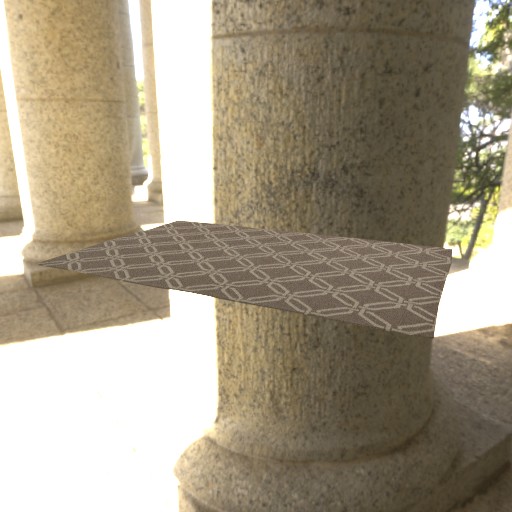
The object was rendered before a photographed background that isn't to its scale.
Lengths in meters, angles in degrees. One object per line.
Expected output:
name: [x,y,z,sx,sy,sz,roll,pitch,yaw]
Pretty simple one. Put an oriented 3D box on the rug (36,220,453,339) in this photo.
rug: [0.000,0.000,2.186,1.748,0.010,1.142,8,18,25]
